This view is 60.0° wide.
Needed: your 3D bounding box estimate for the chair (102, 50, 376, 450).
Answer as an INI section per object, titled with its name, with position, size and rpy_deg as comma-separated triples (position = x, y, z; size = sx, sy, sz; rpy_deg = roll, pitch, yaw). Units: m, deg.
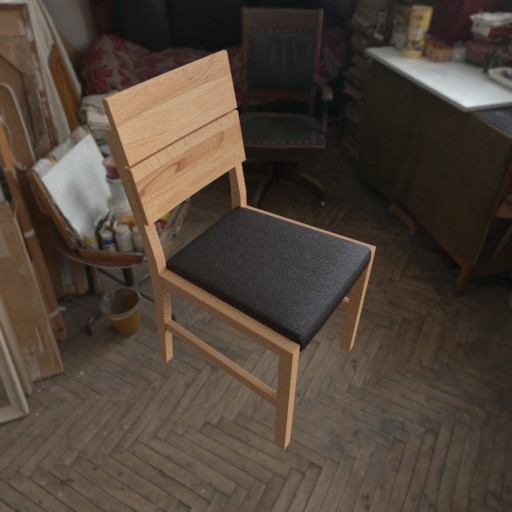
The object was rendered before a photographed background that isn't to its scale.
[chair]
position = 0.000, 0.000, 1.293
size = 0.560, 0.950, 0.475
rpy_deg = 25, 47, 26
